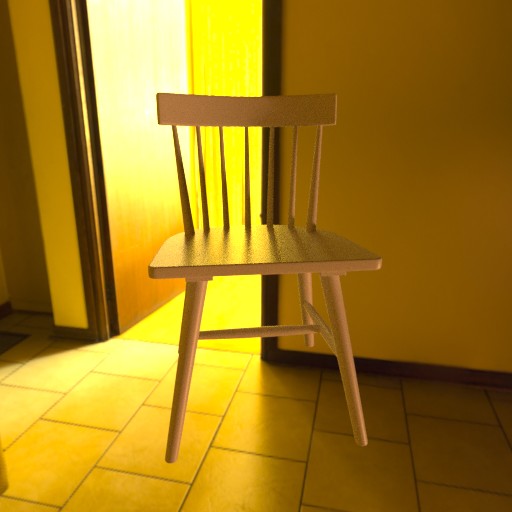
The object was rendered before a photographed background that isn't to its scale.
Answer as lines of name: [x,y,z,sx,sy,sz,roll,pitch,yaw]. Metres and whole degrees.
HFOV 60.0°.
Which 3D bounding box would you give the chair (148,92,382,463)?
chair: [0.000,0.000,1.115,0.483,0.787,0.500,-2,17,-7]
